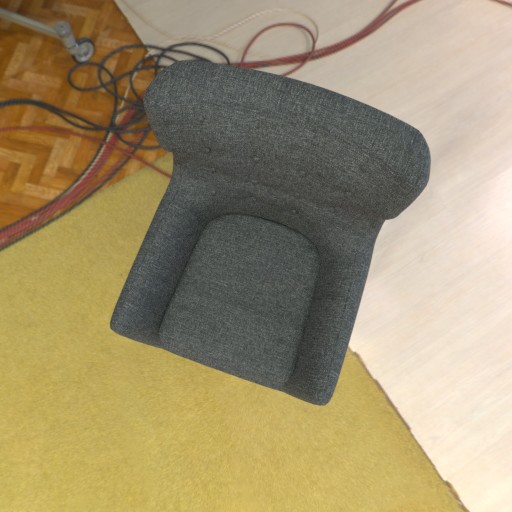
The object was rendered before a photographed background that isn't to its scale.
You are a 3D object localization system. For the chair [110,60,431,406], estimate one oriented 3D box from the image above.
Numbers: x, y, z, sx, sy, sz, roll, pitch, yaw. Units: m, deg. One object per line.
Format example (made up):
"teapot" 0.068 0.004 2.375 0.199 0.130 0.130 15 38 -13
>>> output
"chair" 0.000 0.000 1.710 0.878 1.063 0.904 18 75 5
